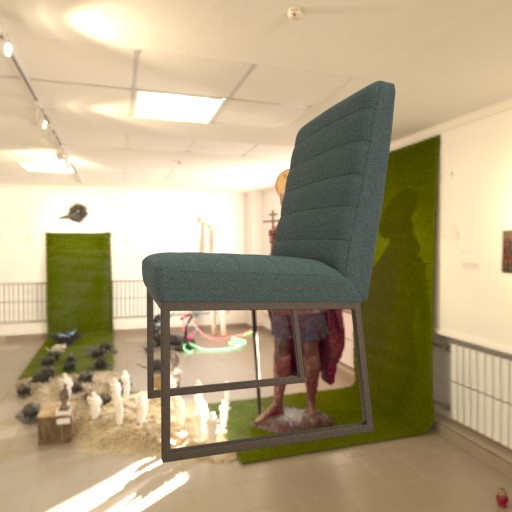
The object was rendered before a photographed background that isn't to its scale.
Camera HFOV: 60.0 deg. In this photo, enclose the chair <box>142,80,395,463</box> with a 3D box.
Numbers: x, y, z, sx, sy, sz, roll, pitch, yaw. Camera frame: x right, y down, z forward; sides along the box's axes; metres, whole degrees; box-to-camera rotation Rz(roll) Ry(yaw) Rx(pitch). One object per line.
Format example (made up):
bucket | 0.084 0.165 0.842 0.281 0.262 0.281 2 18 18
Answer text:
chair | 0.000 0.000 1.310 0.634 0.930 0.520 0 2 -18
